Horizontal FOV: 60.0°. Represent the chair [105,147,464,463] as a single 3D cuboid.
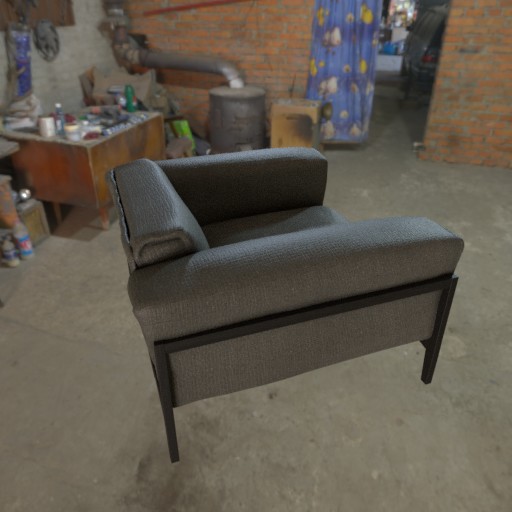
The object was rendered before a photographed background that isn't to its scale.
[{"bbox_3d":[0.000,0.000,1.664,0.969,0.646,1.056,-10,31,-18],"label":"chair"}]
